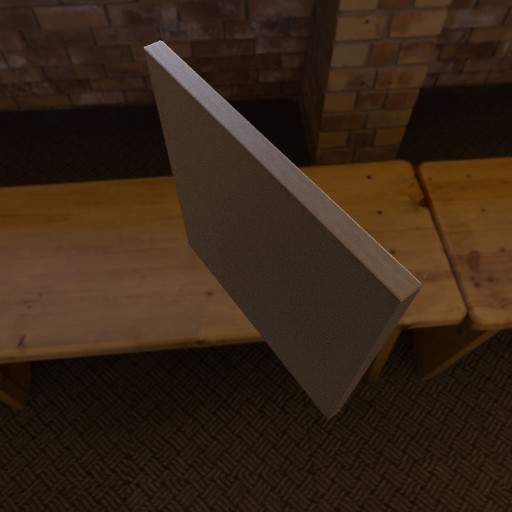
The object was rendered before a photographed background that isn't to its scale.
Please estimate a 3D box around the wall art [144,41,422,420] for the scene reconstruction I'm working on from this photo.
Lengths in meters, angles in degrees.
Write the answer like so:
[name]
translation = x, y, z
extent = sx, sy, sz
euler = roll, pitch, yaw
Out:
[wall art]
translation = 0.000, 0.000, 0.745
extent = 0.030, 0.506, 0.503
euler = -32, 63, -19
